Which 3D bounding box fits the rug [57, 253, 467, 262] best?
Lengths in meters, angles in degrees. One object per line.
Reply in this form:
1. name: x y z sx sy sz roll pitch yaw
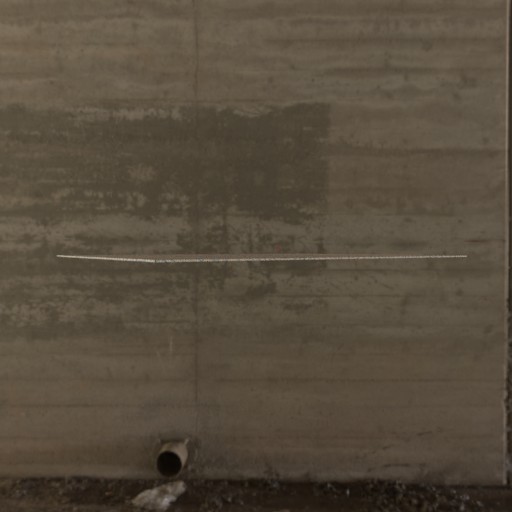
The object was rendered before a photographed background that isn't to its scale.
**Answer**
1. rug: 0.000 0.000 4.220 3.049 0.015 2.457 -1 1 -35
